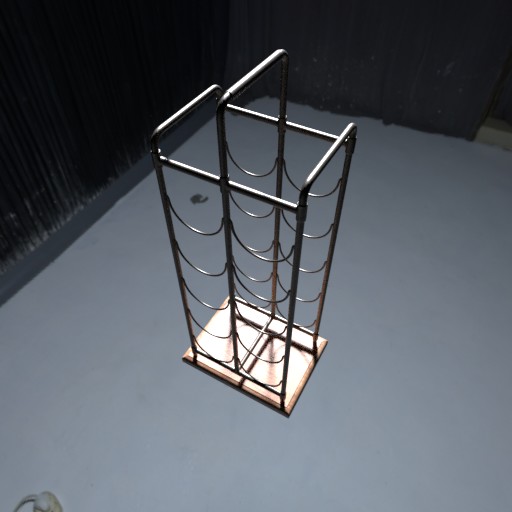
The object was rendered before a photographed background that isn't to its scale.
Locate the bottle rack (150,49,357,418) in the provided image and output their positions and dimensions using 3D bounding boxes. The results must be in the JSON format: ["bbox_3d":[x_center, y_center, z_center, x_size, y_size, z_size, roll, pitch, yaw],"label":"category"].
[{"bbox_3d":[0.000,0.000,0.796,0.276,0.680,0.208,23,52,19],"label":"bottle rack"}]
